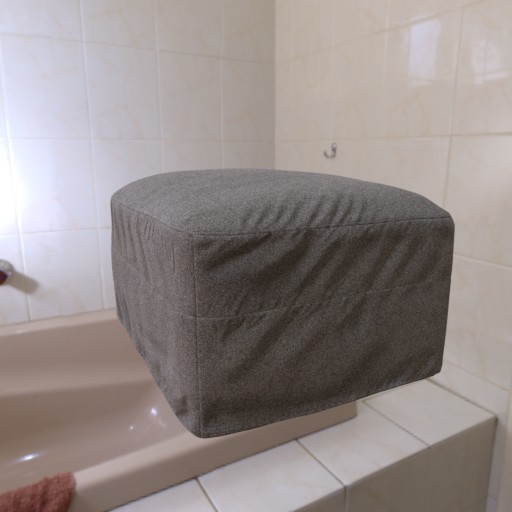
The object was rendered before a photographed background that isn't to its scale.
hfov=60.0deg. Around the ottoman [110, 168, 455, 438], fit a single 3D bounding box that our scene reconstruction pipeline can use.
[{"bbox_3d":[0.000,0.000,1.248,0.683,0.481,0.837,-7,15,-27],"label":"ottoman"}]
